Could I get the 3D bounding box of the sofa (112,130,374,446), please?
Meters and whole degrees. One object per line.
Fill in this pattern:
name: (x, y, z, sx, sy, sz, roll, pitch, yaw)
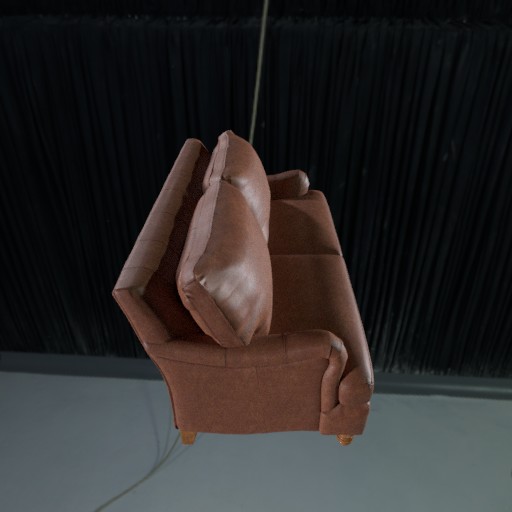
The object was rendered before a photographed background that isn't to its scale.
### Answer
sofa: (0.000, 0.000, 2.867, 1.147, 1.071, 2.144, 0, 32, 1)
